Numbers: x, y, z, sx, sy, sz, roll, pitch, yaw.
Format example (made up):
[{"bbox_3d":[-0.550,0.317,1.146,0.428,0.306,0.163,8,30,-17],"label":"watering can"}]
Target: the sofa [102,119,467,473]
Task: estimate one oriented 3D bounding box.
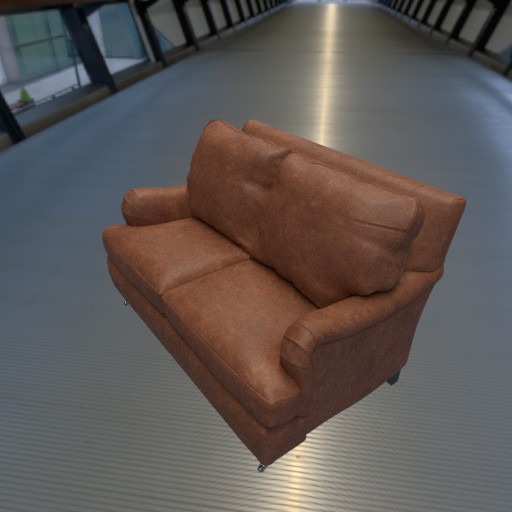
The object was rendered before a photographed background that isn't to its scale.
[{"bbox_3d":[0.000,0.000,2.192,1.077,1.004,1.527,-22,39,-31],"label":"sofa"}]
